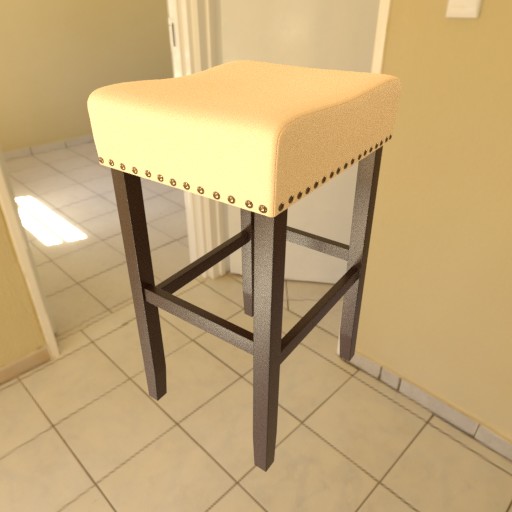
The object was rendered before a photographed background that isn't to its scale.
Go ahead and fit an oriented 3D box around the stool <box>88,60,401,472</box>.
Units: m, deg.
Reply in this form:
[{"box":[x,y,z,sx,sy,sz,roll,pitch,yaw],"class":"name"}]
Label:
[{"box":[0.000,0.000,1.016,0.401,0.762,0.471,20,37,30],"class":"stool"}]
